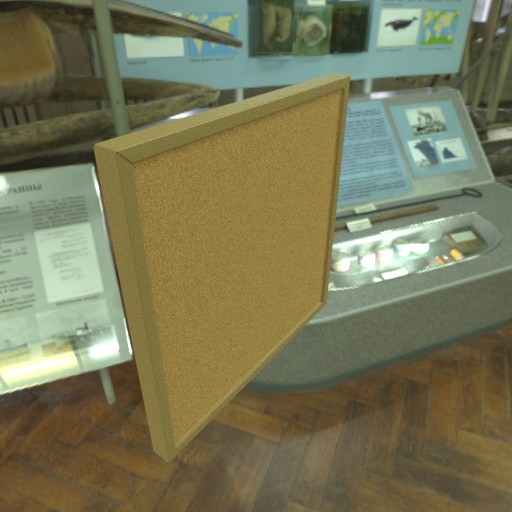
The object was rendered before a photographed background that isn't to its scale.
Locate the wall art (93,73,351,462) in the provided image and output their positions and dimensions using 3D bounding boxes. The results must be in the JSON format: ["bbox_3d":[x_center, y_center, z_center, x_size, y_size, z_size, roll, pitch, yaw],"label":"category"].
[{"bbox_3d":[0.000,0.000,0.751,0.036,0.509,0.509,22,38,31],"label":"wall art"}]
